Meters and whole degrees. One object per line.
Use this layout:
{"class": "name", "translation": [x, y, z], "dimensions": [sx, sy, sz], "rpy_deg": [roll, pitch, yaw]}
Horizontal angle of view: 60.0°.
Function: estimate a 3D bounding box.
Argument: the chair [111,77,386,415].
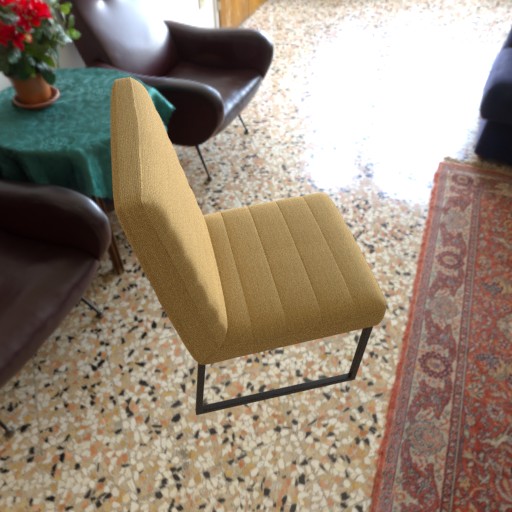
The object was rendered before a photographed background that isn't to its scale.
{"class": "chair", "translation": [0.000, 0.000, 1.307], "dimensions": [0.634, 0.930, 0.520], "rpy_deg": [-10, 48, -9]}
